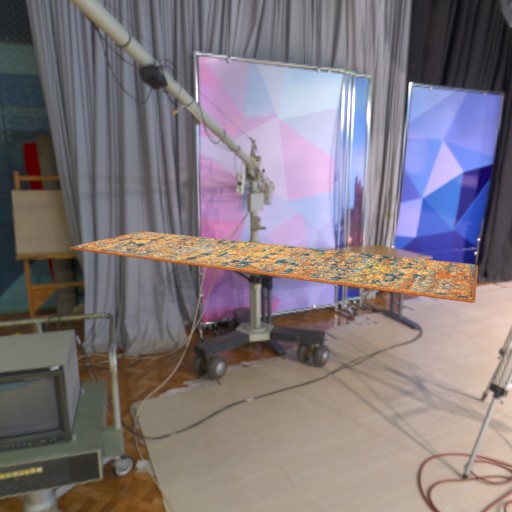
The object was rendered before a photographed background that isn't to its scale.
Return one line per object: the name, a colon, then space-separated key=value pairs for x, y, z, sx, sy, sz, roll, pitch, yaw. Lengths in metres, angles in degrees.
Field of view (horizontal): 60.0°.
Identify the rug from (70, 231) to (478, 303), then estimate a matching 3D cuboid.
rug: x=0.000 y=0.000 z=2.536 sx=2.274 sy=0.016 sz=0.651 roll=7 pitch=15 yaw=26
